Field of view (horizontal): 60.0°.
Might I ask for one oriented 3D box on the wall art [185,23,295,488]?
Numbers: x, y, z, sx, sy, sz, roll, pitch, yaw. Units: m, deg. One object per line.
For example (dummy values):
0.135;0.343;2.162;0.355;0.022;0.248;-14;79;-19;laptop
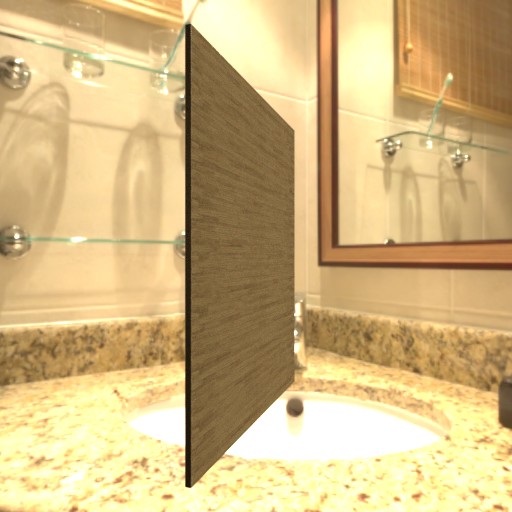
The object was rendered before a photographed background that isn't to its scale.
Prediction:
0.000;0.000;0.760;0.009;0.559;0.483;0;0;20;wall art
